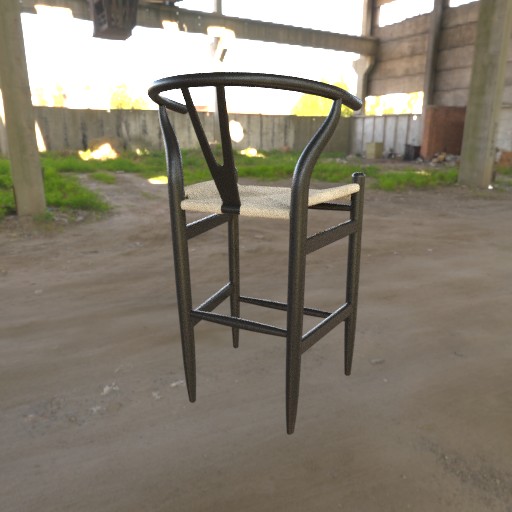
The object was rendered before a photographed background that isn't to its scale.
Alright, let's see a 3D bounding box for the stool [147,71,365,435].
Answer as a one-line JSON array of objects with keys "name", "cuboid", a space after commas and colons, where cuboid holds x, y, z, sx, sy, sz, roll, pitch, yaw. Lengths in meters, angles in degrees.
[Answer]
[{"name": "stool", "cuboid": [0.000, 0.000, 1.336, 0.569, 0.970, 0.579, 8, 17, 26]}]
